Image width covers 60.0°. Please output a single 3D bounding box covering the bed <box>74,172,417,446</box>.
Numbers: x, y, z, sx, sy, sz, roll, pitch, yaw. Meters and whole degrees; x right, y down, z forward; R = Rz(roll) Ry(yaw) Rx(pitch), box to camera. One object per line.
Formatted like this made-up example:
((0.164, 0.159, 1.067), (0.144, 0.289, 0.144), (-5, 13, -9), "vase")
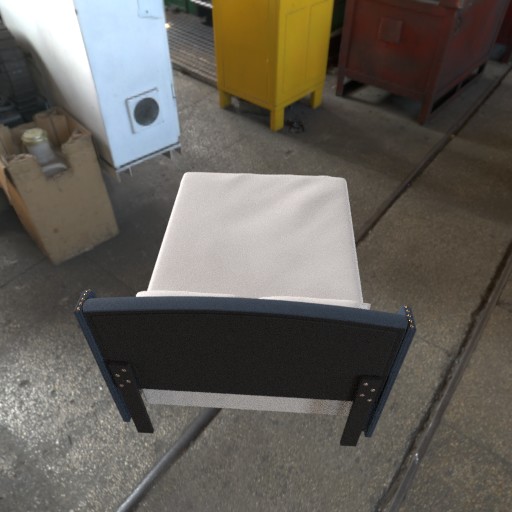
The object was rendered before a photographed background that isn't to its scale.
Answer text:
((0.000, 0.000, 3.398), (1.710, 1.407, 2.237), (3, 45, 3), "bed")
